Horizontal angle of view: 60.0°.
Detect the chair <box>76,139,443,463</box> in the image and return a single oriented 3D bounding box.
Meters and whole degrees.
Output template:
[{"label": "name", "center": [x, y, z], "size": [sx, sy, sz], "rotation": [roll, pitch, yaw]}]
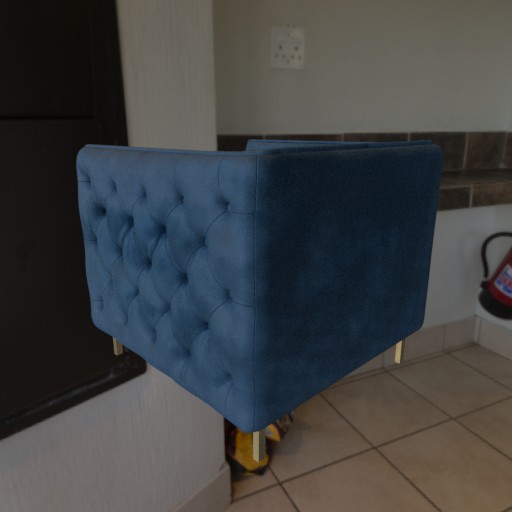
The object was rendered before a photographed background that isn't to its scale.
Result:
[{"label": "chair", "center": [0.000, 0.000, 1.513], "size": [0.868, 0.771, 0.877], "rotation": [-15, 22, -42]}]
